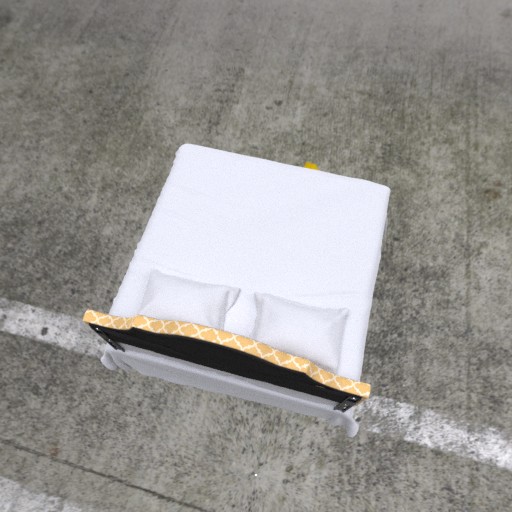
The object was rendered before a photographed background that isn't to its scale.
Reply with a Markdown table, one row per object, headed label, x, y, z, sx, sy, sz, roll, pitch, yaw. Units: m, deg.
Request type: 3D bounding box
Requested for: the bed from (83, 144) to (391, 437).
| label | x | y | z | sx | sy | sz | roll | pitch | yaw |
| --- | --- | --- | --- | --- | --- | --- | --- | --- | --- |
| bed | 0.000 | 0.000 | 3.697 | 2.314 | 1.601 | 2.222 | 14 | 65 | 7 |
